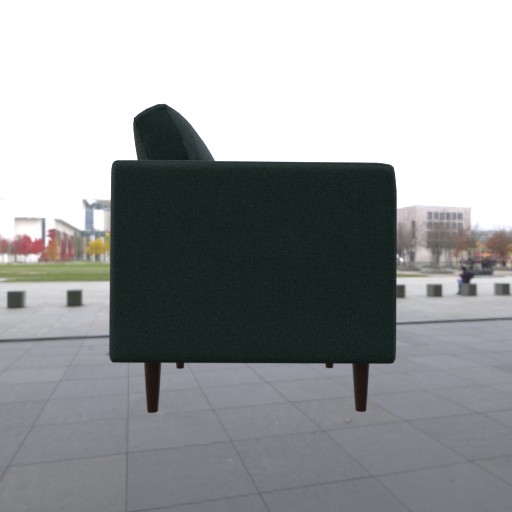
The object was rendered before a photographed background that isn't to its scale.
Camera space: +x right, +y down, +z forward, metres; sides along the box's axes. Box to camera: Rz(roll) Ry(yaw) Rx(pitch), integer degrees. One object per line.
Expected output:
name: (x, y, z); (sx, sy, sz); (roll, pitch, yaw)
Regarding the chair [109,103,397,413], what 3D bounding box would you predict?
chair: (0.000, 0.000, 1.588); (0.800, 0.927, 0.855); (0, 0, -1)
